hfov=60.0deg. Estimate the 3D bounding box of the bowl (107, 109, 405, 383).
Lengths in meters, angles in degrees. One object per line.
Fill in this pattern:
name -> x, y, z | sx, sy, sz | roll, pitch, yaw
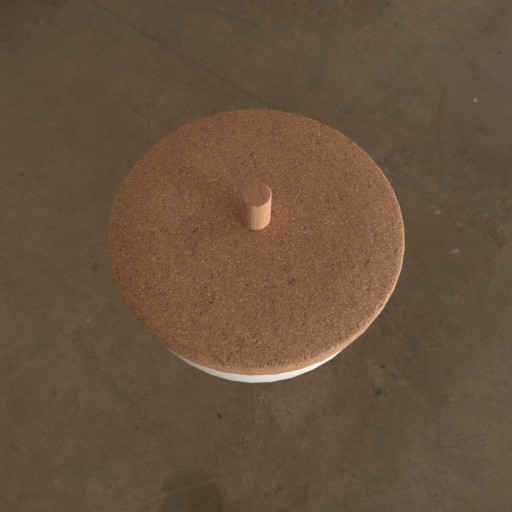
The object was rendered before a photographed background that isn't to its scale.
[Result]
bowl -> 0.000, 0.000, 0.220 | 0.126, 0.110, 0.126 | 0, 65, 0
